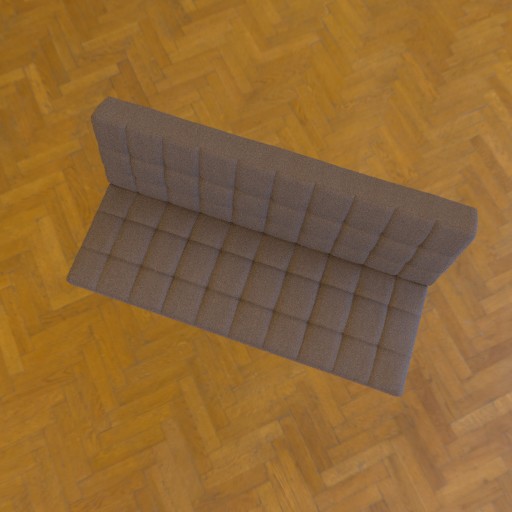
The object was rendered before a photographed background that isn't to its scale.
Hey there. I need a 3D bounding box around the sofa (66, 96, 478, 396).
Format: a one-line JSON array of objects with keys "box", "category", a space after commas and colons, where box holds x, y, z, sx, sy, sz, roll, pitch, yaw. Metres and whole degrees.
[{"box": [0.000, 0.000, 2.250, 1.800, 0.810, 0.860, 18, 76, 5], "category": "sofa"}]
